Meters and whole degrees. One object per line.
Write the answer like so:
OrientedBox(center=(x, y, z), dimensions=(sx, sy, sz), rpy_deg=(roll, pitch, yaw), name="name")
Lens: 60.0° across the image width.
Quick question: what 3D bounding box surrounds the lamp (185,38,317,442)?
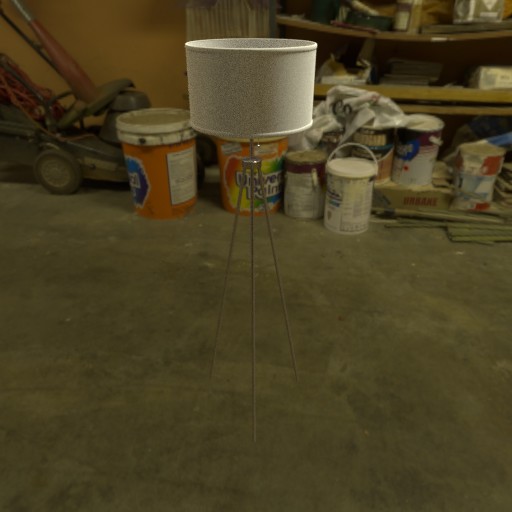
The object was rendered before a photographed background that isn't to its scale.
OrientedBox(center=(0.000, 0.000, 1.775), dimensions=(0.458, 1.545, 0.448), rpy_deg=(-19, 35, -29), name="lamp")
